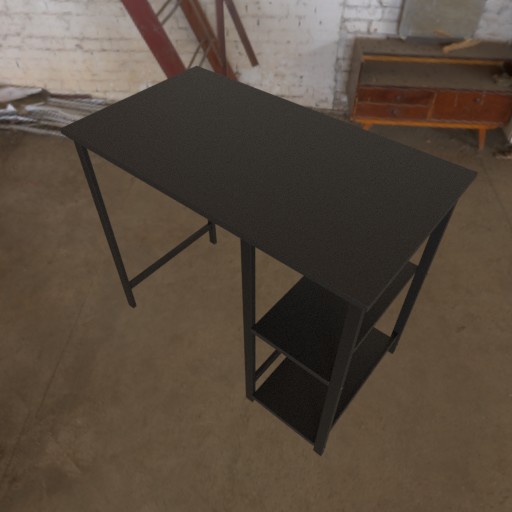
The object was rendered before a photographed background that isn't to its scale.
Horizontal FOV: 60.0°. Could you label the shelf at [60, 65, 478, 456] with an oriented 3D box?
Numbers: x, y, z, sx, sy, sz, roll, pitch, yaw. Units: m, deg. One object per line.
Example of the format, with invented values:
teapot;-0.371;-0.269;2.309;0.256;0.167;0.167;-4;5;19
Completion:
shelf;0.000;0.000;1.345;0.902;0.749;0.498;31;53;26
